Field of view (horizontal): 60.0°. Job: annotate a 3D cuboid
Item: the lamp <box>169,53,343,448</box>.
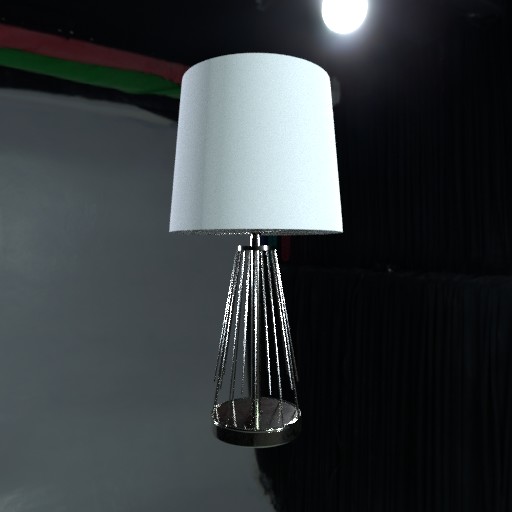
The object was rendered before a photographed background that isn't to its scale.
[{"bbox_3d":[0.000,0.000,0.791,0.303,0.618,0.303,0,1,0],"label":"lamp"}]
